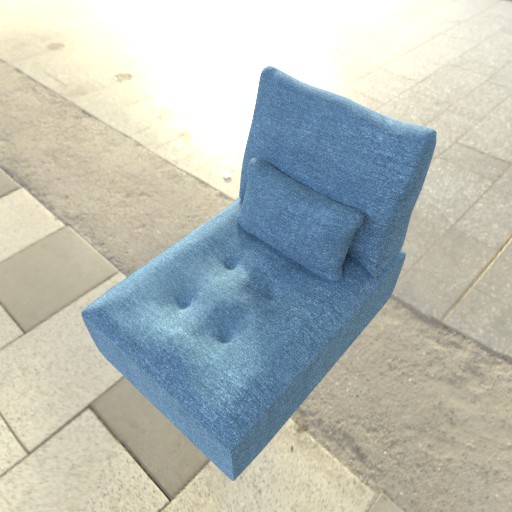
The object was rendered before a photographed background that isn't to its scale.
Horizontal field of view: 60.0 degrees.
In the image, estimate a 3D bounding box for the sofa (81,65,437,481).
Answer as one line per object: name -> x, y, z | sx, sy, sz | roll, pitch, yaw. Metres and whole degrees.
sofa -> 0.000, 0.000, 1.498 | 0.700, 0.820, 1.000 | 33, 55, 27
